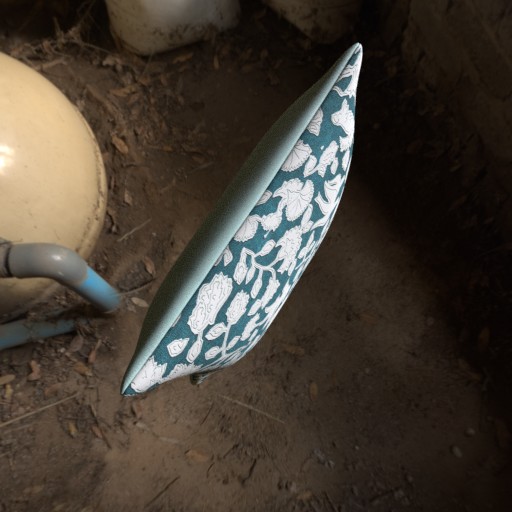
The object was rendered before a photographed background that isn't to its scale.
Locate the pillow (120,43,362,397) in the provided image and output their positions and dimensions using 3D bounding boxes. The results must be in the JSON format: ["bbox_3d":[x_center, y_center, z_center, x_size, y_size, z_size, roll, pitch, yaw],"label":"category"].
[{"bbox_3d":[0.000,0.000,0.769,0.166,0.508,0.525,32,78,8],"label":"pillow"}]
